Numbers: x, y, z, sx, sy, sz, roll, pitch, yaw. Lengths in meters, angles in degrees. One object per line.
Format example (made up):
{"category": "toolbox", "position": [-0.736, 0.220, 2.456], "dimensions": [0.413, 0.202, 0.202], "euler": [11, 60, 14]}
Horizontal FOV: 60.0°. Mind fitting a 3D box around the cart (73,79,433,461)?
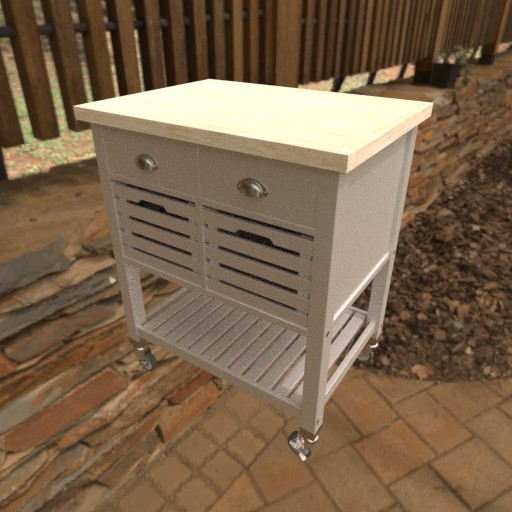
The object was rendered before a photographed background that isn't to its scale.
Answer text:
{"category": "cart", "position": [0.000, 0.000, 1.387], "dimensions": [0.762, 0.914, 0.559], "euler": [18, 34, 29]}
